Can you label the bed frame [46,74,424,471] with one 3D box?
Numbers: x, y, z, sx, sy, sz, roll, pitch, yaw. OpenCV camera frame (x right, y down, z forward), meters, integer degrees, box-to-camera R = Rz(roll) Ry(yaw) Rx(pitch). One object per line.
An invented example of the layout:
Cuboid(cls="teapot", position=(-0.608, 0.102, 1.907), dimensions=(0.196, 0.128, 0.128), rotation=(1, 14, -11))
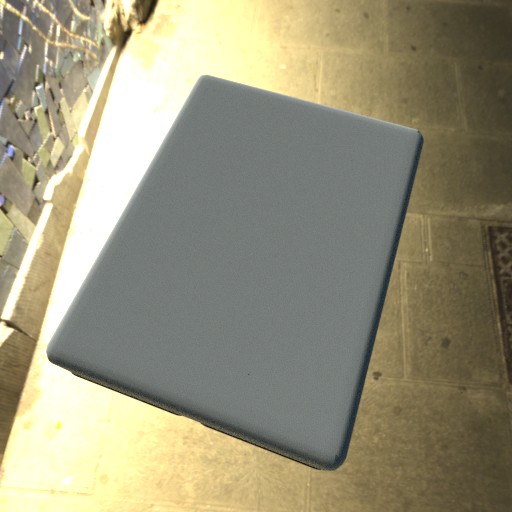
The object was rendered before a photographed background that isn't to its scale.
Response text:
Cuboid(cls="bed frame", position=(0.000, 0.000, 2.740), dimensions=(1.528, 0.677, 2.037), rotation=(18, 66, 8))
